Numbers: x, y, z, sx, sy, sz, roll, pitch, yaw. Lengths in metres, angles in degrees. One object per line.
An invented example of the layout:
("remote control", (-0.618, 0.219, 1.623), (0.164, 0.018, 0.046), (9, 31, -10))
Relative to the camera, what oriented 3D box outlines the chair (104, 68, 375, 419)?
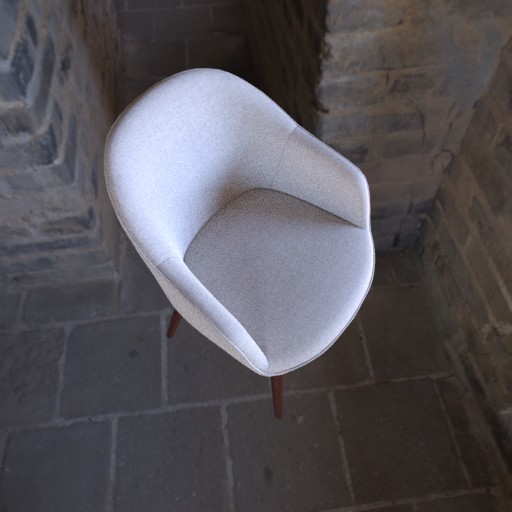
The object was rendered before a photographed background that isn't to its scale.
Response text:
("chair", (0.000, 0.000, 1.255), (0.635, 0.823, 0.596), (31, 62, 19))
